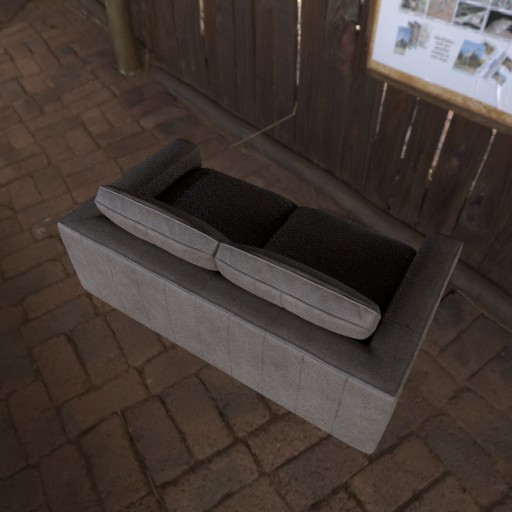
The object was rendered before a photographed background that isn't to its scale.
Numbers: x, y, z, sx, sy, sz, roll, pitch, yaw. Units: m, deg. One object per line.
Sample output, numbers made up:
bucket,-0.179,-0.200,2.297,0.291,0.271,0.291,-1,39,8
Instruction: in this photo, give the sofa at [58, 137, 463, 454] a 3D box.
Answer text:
sofa,0.000,0.000,2.457,1.920,0.800,1.070,24,51,22
